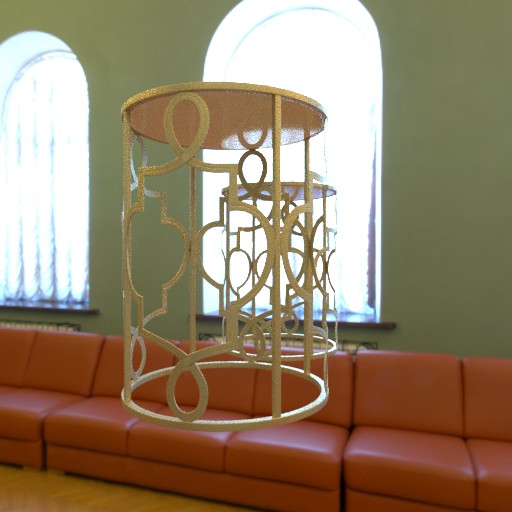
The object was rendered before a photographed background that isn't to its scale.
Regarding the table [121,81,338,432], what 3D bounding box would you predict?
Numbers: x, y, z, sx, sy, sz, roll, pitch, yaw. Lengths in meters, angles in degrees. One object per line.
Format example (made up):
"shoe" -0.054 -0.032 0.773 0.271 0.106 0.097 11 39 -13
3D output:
"table" 0.000 0.000 1.127 0.420 0.564 0.846 0 0 17
